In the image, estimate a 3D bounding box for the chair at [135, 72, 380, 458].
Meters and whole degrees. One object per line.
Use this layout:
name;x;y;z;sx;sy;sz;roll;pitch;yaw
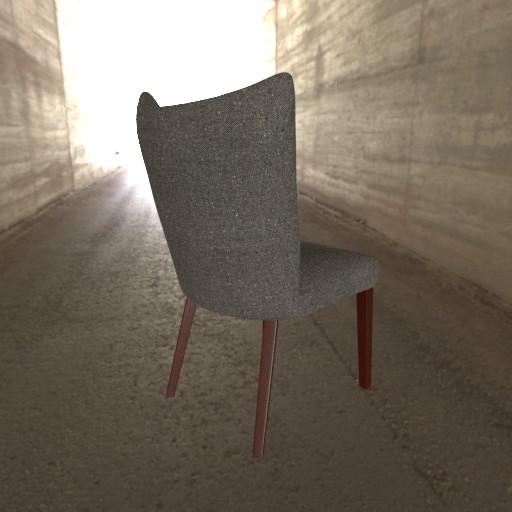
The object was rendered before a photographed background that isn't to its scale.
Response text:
chair;0.000;0.000;1.297;0.535;0.924;0.623;14;21;43
